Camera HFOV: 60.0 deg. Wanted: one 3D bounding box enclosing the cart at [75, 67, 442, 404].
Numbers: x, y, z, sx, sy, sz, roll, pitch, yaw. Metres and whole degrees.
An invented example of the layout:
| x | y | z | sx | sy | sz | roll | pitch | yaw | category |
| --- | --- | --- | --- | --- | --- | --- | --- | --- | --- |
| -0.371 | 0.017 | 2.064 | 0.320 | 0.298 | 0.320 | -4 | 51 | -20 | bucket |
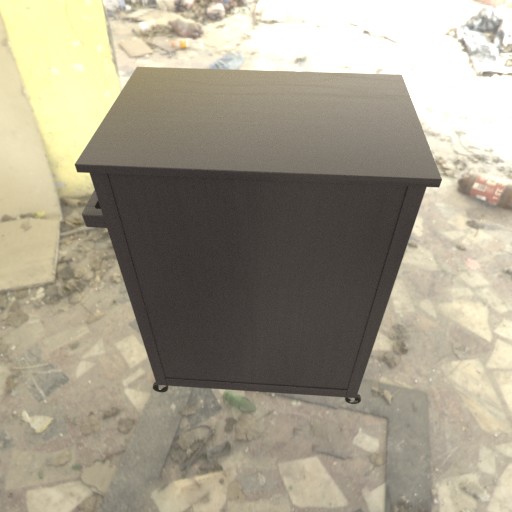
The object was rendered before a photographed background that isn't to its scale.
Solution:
| x | y | z | sx | sy | sz | roll | pitch | yaw | category |
| --- | --- | --- | --- | --- | --- | --- | --- | --- | --- |
| 0.000 | 0.000 | 1.260 | 0.690 | 0.878 | 0.449 | 3 | 45 | 3 | cart |
